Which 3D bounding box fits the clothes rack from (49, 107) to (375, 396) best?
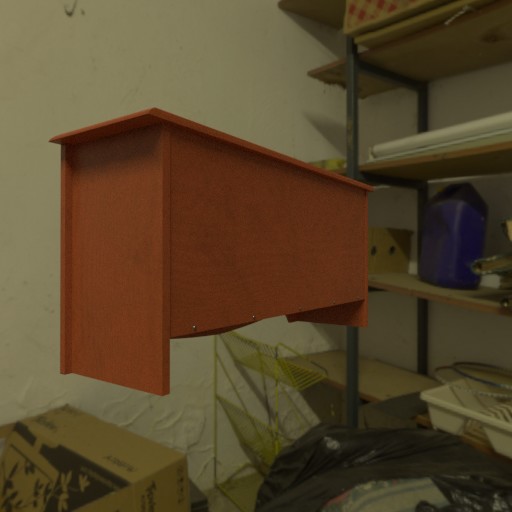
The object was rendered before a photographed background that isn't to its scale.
[{"bbox_3d":[0.000,0.000,1.493,0.362,0.594,1.251,0,0,35],"label":"clothes rack"}]
